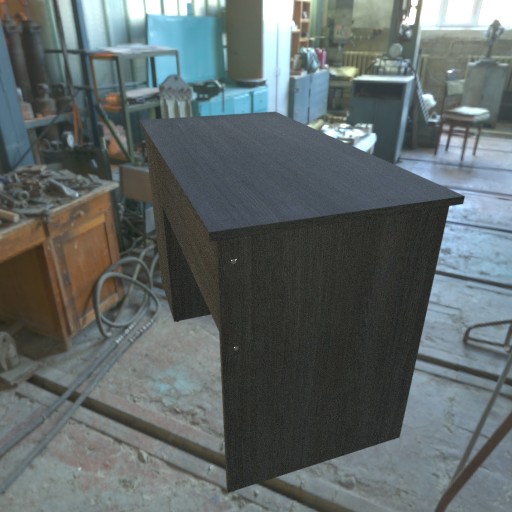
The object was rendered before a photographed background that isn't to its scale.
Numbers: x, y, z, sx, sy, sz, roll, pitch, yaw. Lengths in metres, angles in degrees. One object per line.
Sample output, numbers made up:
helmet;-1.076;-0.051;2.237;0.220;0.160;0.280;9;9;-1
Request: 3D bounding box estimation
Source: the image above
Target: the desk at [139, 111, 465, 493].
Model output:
desk;0.000;0.000;1.488;0.560;0.730;1.096;-9;29;-17
